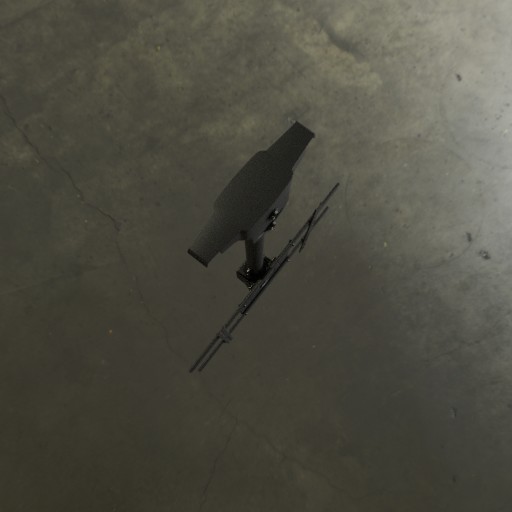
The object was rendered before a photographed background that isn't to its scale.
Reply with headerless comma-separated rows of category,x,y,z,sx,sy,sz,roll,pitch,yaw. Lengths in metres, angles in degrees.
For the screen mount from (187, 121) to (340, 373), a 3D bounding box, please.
screen mount,0.000,0.000,1.009,0.090,0.775,0.595,37,79,8
